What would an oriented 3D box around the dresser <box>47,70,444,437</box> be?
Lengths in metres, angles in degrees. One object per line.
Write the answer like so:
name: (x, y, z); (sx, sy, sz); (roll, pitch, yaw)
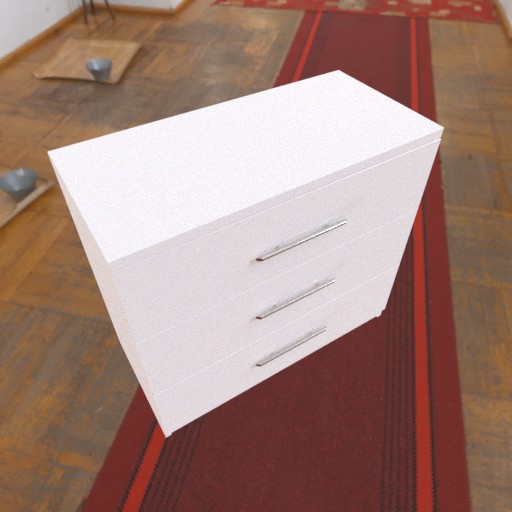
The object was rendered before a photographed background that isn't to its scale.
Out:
dresser: (0.000, 0.000, 1.274); (0.830, 0.740, 0.420); (-24, 50, -22)
